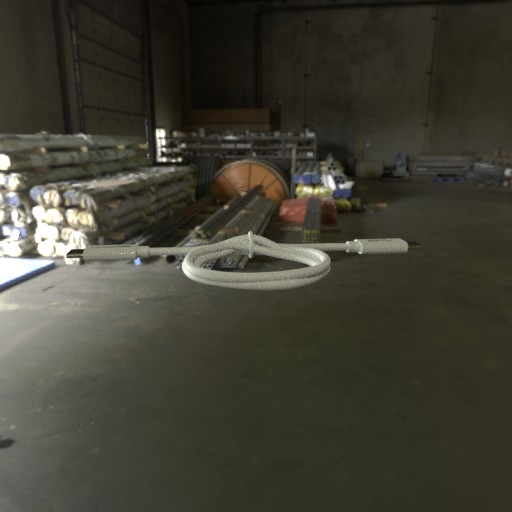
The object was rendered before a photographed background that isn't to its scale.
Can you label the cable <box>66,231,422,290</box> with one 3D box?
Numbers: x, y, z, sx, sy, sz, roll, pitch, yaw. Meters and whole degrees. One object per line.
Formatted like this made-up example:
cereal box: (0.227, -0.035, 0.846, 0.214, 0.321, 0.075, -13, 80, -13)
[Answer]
cable: (0.000, 0.000, 0.209, 0.186, 0.014, 0.070, -2, 15, -6)
